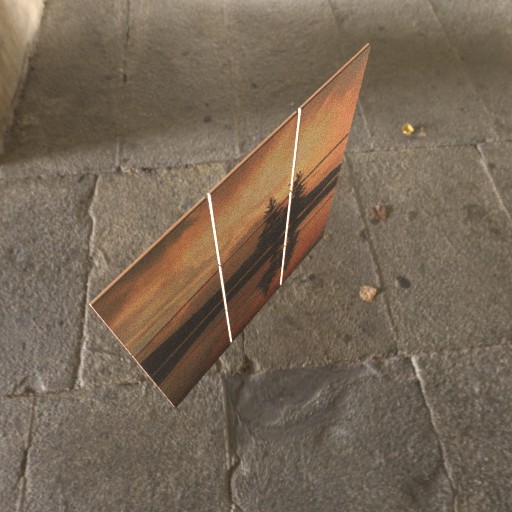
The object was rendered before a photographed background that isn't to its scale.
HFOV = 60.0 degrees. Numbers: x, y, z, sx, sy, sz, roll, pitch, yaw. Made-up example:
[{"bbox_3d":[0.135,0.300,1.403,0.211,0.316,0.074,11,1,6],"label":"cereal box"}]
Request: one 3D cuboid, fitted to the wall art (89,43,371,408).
[{"bbox_3d":[0.000,0.000,1.784,0.013,1.218,1.216,35,66,18],"label":"wall art"}]
